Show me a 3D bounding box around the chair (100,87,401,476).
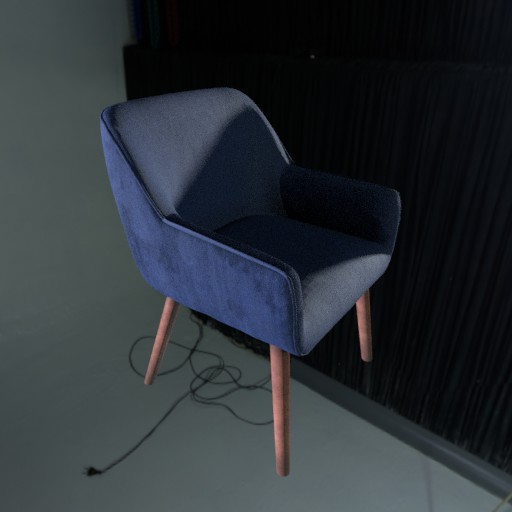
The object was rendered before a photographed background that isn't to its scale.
[{"bbox_3d":[0.000,0.000,1.236,0.600,0.820,0.600,18,32,31],"label":"chair"}]
